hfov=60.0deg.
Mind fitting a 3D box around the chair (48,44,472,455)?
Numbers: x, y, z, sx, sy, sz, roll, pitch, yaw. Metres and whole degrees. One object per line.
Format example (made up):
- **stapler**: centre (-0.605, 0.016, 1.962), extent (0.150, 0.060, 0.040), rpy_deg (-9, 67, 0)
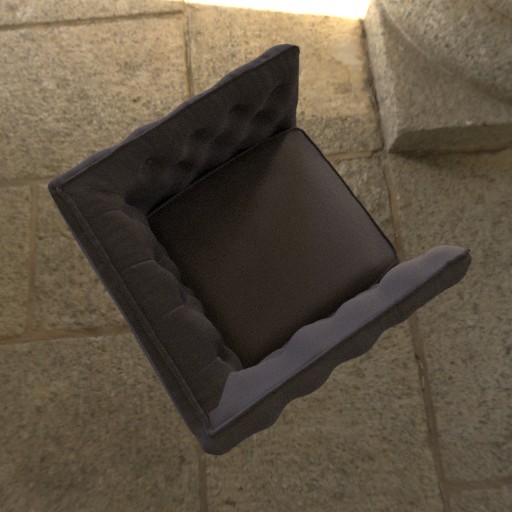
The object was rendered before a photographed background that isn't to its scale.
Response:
- **chair**: centre (0.000, 0.000, 1.609), extent (0.913, 0.807, 0.946), rpy_deg (-33, 78, -8)
